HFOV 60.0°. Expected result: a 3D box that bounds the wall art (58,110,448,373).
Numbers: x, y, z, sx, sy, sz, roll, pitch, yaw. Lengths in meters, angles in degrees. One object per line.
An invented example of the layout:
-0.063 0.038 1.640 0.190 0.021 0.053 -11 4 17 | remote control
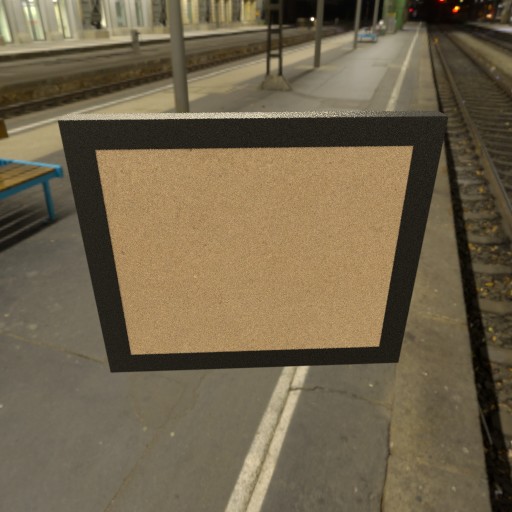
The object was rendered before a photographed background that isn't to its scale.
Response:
0.000 0.000 0.520 0.381 0.321 0.028 -1 29 -2 | wall art
